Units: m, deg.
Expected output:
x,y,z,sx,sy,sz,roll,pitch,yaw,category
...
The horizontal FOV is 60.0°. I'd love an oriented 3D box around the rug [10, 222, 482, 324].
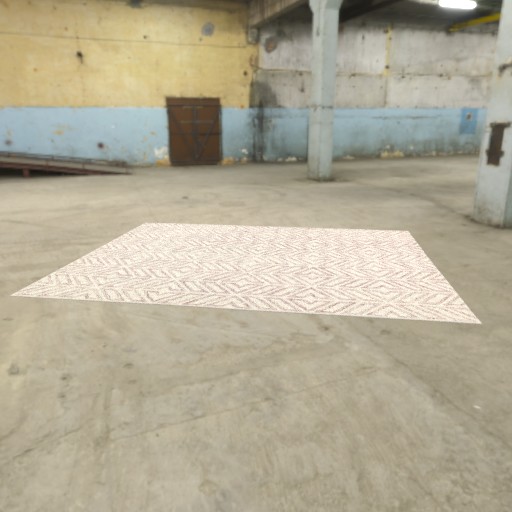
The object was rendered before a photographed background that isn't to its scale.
x,y,z,sx,sy,sz,roll,pitch,yaw,category
0.000,0.000,3.963,3.045,0.008,2.421,2,17,8,rug
